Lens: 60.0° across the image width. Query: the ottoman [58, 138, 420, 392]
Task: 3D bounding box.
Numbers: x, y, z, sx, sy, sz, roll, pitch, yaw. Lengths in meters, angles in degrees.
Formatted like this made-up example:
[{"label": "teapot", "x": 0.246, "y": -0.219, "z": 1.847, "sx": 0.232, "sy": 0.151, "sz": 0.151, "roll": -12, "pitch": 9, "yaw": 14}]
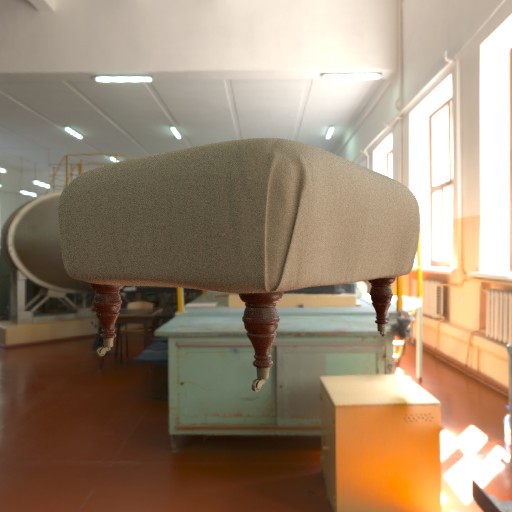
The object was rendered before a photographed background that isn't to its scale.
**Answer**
[{"label": "ottoman", "x": 0.000, "y": 0.000, "z": 1.111, "sx": 0.639, "sy": 0.450, "sz": 0.746, "roll": 0, "pitch": 0, "yaw": 36}]
